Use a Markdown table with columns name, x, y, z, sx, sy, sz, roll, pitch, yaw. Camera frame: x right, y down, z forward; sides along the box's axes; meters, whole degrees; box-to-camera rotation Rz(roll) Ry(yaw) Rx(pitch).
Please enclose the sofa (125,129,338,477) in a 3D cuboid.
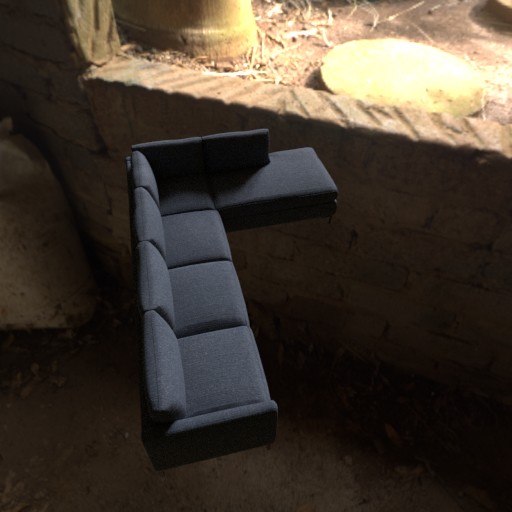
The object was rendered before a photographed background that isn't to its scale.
| name | x | y | z | sx | sy | sz | roll | pitch | yaw |
| --- | --- | --- | --- | --- | --- | --- | --- | --- | --- |
| sofa | 0.000 | 0.000 | 3.748 | 2.007 | 0.815 | 2.949 | -10 | 47 | -9 |
